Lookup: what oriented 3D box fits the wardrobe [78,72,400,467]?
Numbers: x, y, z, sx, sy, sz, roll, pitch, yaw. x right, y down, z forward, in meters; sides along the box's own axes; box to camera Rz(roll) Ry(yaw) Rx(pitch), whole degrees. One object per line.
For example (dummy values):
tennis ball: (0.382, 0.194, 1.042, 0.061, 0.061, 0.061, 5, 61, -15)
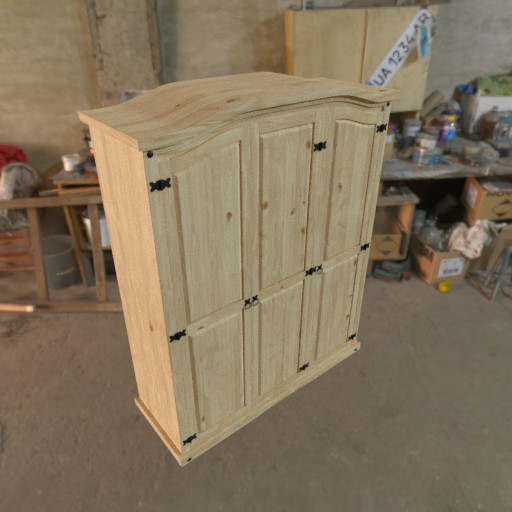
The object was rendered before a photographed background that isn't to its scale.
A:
wardrobe: (0.000, 0.000, 2.547, 1.500, 1.870, 0.570, -22, 37, -33)
